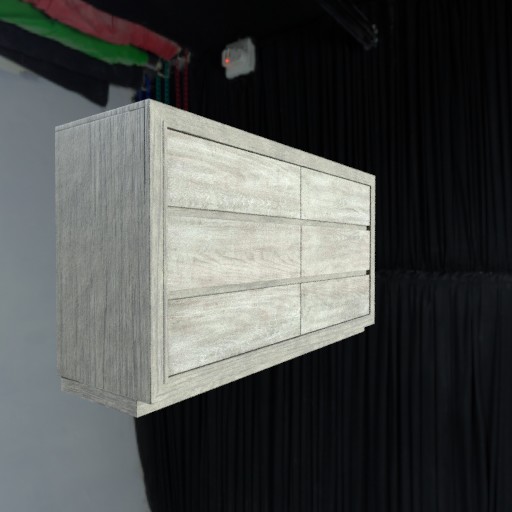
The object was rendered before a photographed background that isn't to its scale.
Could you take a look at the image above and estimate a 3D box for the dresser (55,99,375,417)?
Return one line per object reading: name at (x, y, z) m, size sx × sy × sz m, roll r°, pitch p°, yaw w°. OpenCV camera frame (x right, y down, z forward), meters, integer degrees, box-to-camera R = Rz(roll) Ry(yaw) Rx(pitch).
dresser at (0.000, 0.000, 2.013) m, size 0.483 × 0.889 × 1.628 m, roll 1°, pitch 1°, yaw 36°
